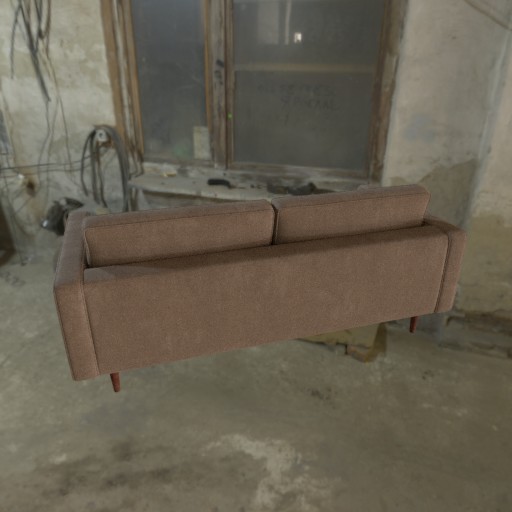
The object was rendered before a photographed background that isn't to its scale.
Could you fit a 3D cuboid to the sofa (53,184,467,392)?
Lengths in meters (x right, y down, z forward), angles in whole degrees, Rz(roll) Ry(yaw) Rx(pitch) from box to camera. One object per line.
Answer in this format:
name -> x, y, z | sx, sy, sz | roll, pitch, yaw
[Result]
sofa -> 0.000, 0.000, 2.328 | 1.883, 0.769, 0.920 | -8, 26, -15
